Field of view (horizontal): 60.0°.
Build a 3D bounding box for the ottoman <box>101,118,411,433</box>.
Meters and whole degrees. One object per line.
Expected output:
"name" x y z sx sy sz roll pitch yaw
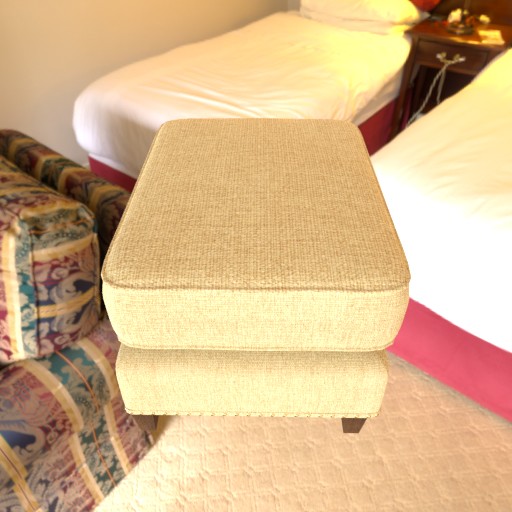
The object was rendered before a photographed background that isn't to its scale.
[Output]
"ottoman" 0.000 0.000 1.164 0.589 0.537 0.738 1 41 1
